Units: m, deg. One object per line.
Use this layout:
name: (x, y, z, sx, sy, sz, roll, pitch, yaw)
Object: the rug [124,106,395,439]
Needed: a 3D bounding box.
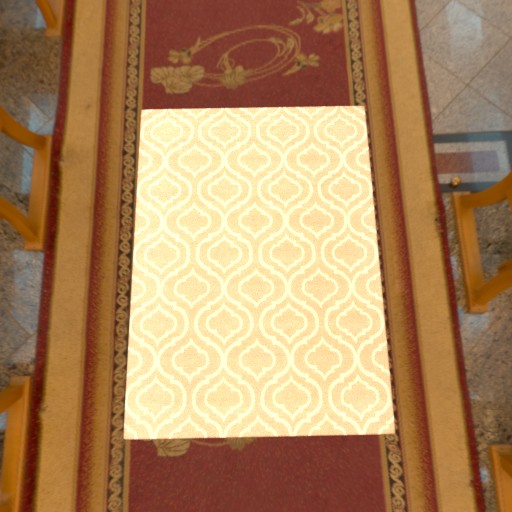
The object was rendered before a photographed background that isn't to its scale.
rug: (0.000, 0.000, 4.403, 2.438, 0.010, 3.353, -1, 75, 0)
